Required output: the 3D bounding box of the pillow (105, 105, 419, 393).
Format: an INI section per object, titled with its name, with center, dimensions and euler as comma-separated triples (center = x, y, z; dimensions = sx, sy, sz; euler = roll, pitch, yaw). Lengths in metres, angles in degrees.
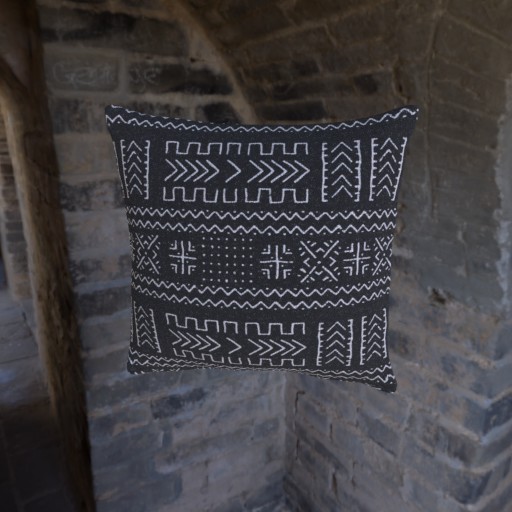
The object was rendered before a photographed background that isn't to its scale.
[pillow]
center = 0.000, 0.000, 0.658
dimensions = 0.438, 0.430, 0.164
euler = 2, 15, 8
